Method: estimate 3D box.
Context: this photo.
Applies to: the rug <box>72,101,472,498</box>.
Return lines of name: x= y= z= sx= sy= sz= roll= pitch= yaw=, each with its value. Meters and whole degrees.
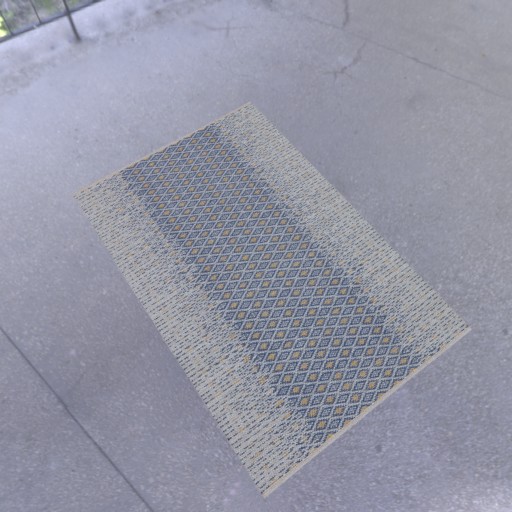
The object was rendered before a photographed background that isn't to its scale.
rug: x=0.000 y=0.000 z=2.285 sx=1.219 sy=0.005 sz=1.828 roll=-32 pitch=67 yaw=-16
